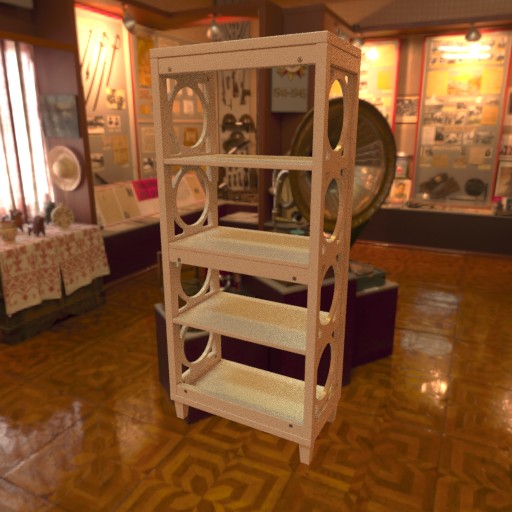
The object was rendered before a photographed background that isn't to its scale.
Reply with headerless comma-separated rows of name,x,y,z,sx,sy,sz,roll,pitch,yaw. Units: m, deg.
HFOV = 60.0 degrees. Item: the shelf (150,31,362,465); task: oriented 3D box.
shelf,0.000,0.000,1.650,0.611,1.411,0.340,8,18,27
